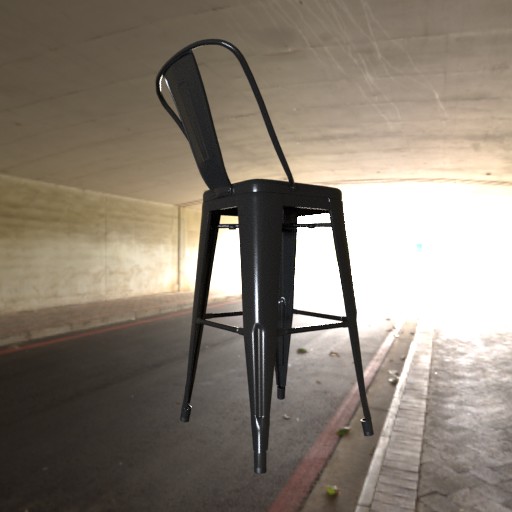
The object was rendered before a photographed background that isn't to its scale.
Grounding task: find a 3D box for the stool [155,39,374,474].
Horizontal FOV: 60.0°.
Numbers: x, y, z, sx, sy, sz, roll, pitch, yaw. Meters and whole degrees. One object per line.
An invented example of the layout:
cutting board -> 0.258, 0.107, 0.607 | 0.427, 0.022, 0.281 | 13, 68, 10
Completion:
stool -> 0.000, 0.000, 1.279 | 0.528, 1.022, 0.432 | 0, 0, -35
